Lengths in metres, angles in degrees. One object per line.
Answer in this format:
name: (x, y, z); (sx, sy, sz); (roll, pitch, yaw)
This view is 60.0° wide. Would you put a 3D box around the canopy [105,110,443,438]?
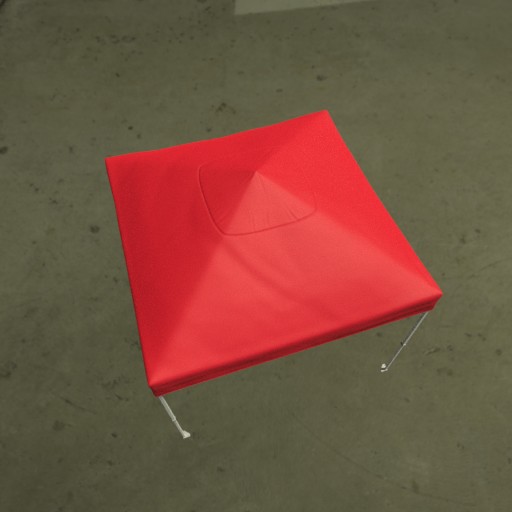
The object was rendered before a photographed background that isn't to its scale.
canopy: (0.000, 0.000, 5.572); (2.996, 2.997, 2.998); (-15, 58, -10)
